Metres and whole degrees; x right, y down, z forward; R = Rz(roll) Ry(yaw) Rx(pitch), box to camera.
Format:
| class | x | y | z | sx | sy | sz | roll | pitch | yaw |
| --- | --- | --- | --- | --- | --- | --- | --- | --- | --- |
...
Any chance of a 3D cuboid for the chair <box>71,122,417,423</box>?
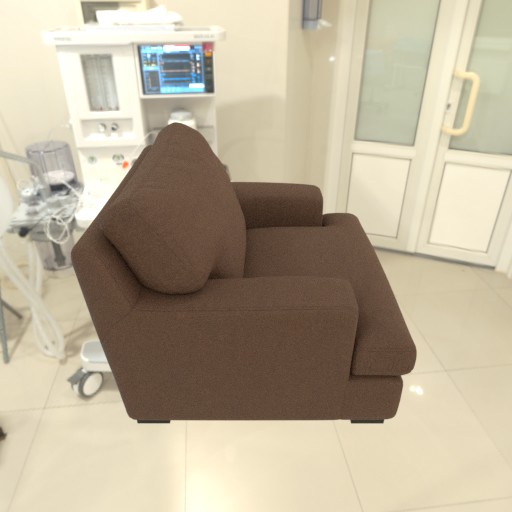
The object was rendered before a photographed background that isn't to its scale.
| class | x | y | z | sx | sy | sz | roll | pitch | yaw |
| --- | --- | --- | --- | --- | --- | --- | --- | --- | --- |
| chair | 0.000 | 0.000 | 1.964 | 1.143 | 0.940 | 1.168 | 0 | 31 | 0 |
